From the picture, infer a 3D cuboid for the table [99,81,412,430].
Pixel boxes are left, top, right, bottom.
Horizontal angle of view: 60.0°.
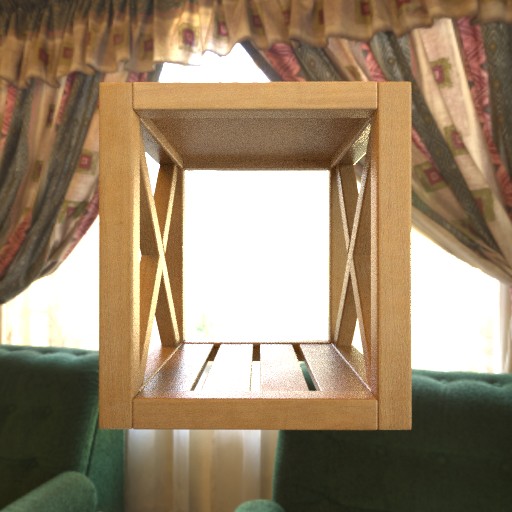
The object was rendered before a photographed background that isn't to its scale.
[{"bbox_3d":[0.000,0.000,1.052,0.558,0.610,0.559,0,0,0],"label":"table"}]
